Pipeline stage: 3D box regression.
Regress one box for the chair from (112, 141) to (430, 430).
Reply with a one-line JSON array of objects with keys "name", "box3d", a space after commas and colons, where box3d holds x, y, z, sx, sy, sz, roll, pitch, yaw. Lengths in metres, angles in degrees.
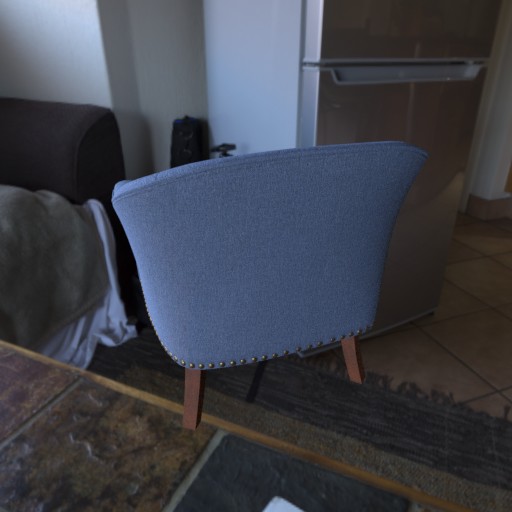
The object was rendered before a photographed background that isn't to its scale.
[{"name": "chair", "box3d": [0.000, 0.000, 1.375, 0.798, 0.815, 0.704, -9, 28, -17]}]
